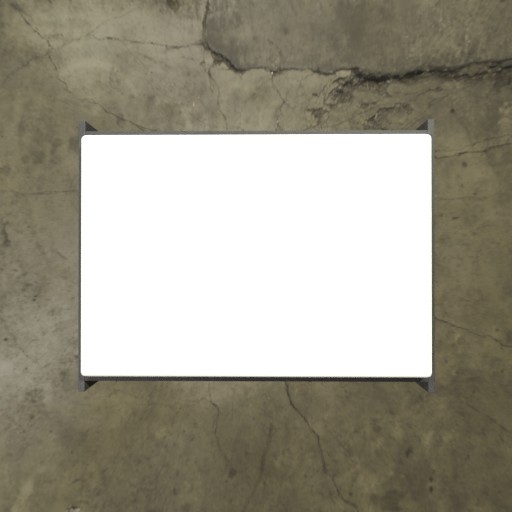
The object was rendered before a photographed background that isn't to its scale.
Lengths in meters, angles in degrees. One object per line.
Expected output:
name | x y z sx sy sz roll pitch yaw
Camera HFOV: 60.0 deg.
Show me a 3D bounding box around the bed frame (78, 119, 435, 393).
bed frame | 0.000 0.000 2.571 1.950 0.432 1.490 0 90 1
